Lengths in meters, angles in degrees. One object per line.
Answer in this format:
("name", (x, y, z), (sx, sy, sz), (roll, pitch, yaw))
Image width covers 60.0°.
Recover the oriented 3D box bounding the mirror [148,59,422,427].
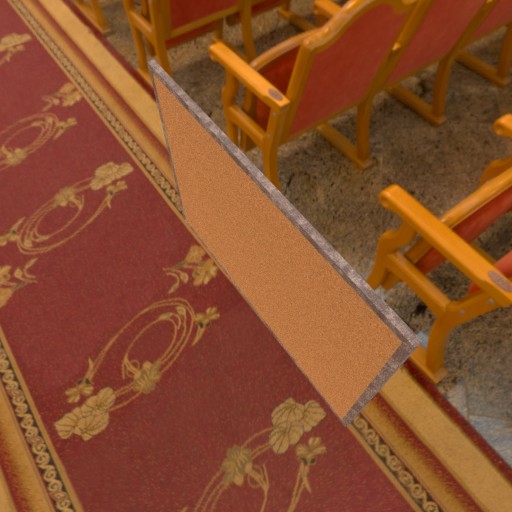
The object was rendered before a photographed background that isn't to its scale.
("mirror", (0.000, 0.000, 1.443), (0.022, 0.795, 1.101), (-31, 63, -18))
